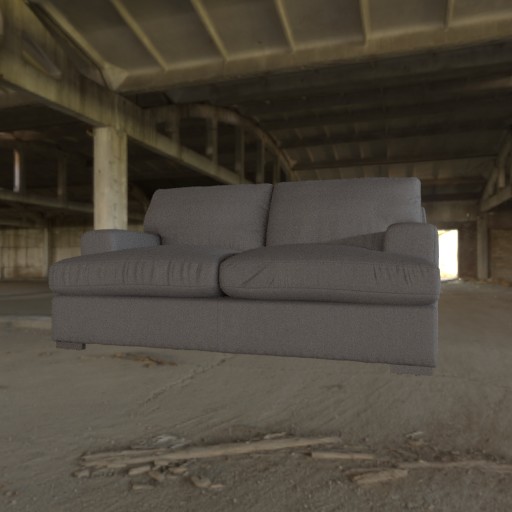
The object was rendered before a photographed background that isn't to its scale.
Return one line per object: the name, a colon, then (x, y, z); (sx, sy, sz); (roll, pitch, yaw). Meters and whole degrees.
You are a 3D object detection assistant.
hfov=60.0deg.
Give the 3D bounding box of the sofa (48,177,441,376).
sofa: (0.000, 0.000, 2.461); (1.880, 0.940, 1.143); (0, 0, 17)
